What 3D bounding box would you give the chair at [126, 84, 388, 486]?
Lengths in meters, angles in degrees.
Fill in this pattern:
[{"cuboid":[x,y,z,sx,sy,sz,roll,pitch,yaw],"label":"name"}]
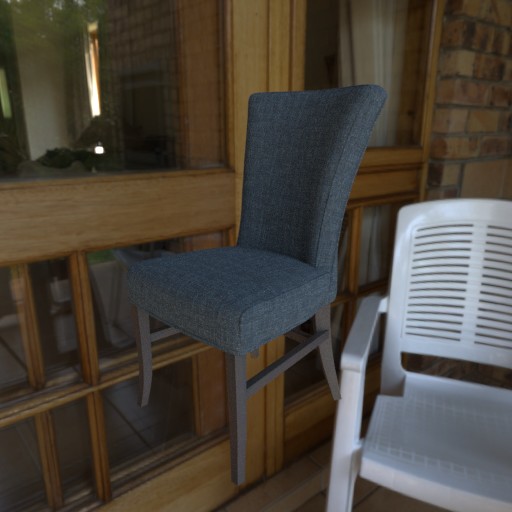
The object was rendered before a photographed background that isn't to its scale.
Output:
[{"cuboid":[0.000,0.000,1.361,0.660,0.991,0.520,-15,22,-43],"label":"chair"}]
